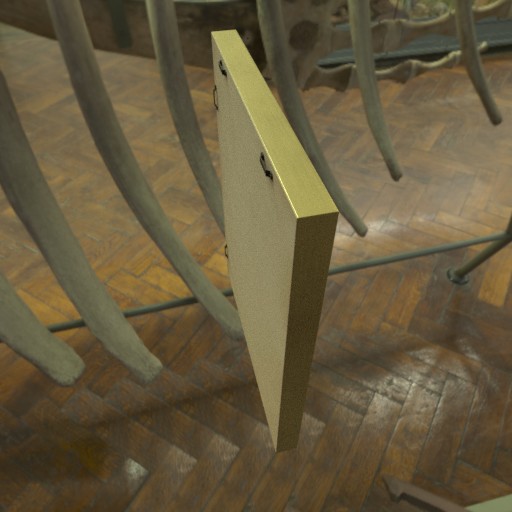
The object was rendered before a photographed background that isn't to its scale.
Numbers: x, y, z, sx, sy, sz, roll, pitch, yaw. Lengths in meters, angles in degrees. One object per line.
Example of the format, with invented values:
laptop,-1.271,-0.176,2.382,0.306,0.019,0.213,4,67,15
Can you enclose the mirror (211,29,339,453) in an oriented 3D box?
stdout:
mirror,0.000,0.000,0.673,0.041,0.508,0.405,-10,47,-9
